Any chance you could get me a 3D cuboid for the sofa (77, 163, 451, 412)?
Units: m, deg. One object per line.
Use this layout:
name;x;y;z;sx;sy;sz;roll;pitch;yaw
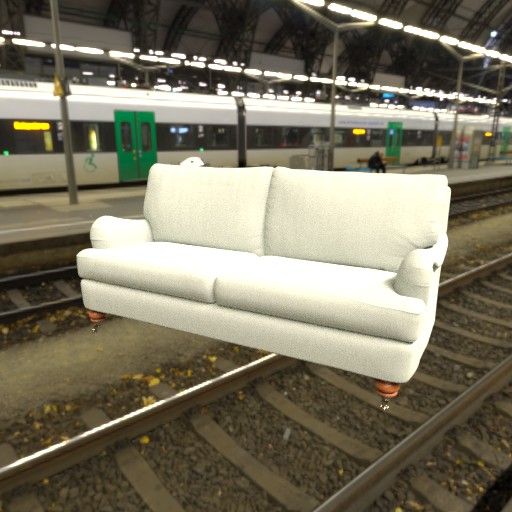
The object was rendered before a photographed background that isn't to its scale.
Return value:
sofa;0.000;0.000;2.836;2.193;1.096;1.069;8;16;27
